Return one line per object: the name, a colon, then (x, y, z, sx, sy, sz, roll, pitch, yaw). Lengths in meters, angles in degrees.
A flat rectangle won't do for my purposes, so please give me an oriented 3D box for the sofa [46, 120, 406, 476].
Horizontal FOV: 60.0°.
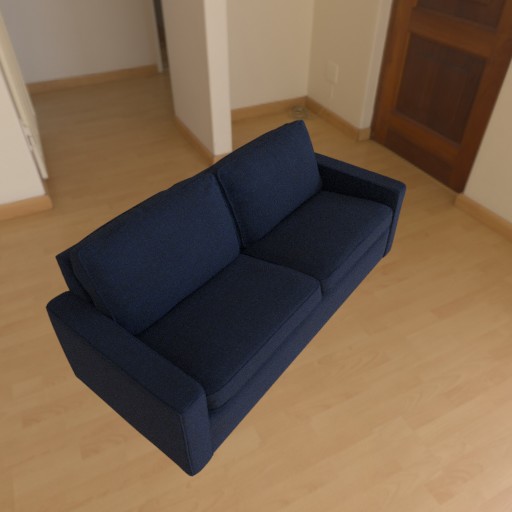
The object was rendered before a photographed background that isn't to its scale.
sofa: (0.000, 0.000, 2.540, 0.940, 0.919, 2.080, 27, 47, 28)
